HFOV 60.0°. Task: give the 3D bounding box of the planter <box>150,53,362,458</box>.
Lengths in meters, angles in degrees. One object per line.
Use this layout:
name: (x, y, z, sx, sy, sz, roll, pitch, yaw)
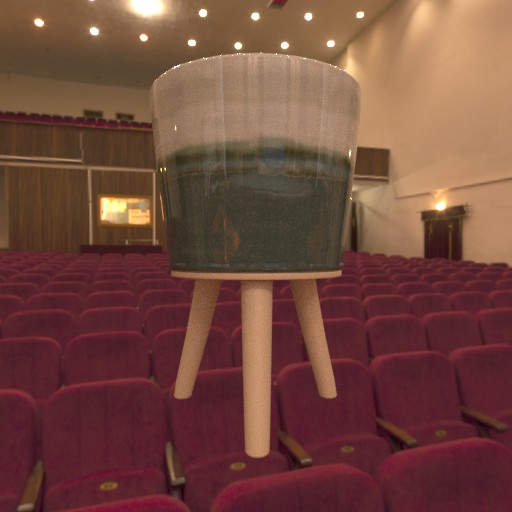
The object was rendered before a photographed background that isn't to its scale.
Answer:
planter: (0.000, 0.000, 0.465, 0.217, 0.331, 0.217, 0, 0, -18)
